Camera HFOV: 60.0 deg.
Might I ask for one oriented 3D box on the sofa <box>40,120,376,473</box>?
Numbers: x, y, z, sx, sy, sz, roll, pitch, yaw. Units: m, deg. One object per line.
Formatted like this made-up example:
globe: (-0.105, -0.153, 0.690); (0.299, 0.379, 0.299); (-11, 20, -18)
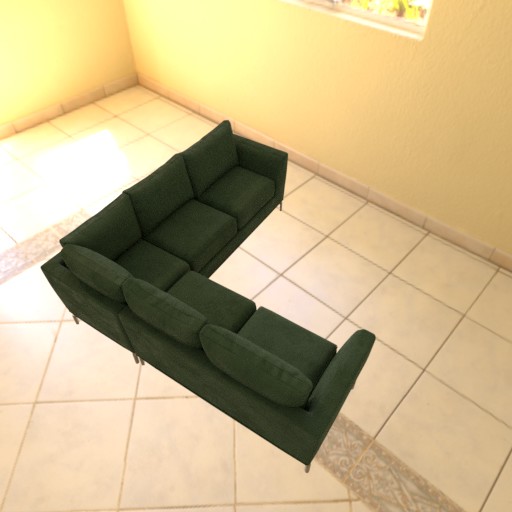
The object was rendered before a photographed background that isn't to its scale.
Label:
sofa: (0.000, 0.000, 3.886); (2.468, 1.004, 2.452); (25, 51, 22)
